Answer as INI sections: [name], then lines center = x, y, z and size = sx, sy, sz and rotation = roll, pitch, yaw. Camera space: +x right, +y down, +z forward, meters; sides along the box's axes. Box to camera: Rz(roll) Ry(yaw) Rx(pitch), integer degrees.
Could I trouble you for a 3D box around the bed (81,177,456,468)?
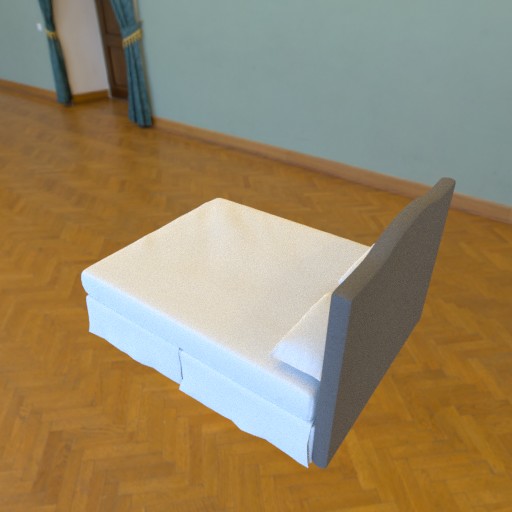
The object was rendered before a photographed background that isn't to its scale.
[bed]
center = 0.000, 0.000, 3.463
size = 2.282, 1.436, 1.821
rotation = 22, 39, 30
